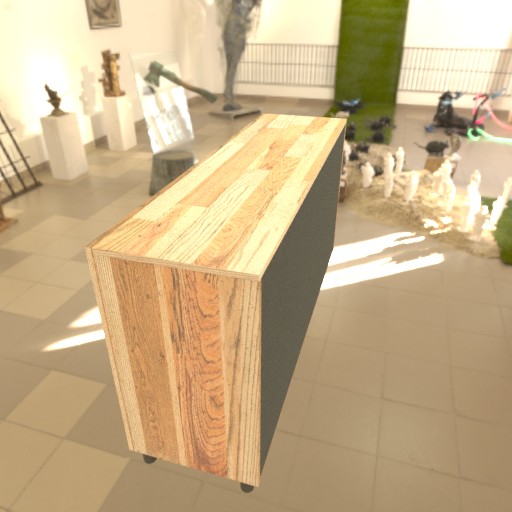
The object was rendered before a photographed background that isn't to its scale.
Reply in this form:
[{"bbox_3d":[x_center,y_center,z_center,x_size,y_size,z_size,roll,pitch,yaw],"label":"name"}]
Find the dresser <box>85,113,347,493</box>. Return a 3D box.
[{"bbox_3d":[0.000,0.000,1.872,0.487,0.834,1.547,9,31,15],"label":"dresser"}]
